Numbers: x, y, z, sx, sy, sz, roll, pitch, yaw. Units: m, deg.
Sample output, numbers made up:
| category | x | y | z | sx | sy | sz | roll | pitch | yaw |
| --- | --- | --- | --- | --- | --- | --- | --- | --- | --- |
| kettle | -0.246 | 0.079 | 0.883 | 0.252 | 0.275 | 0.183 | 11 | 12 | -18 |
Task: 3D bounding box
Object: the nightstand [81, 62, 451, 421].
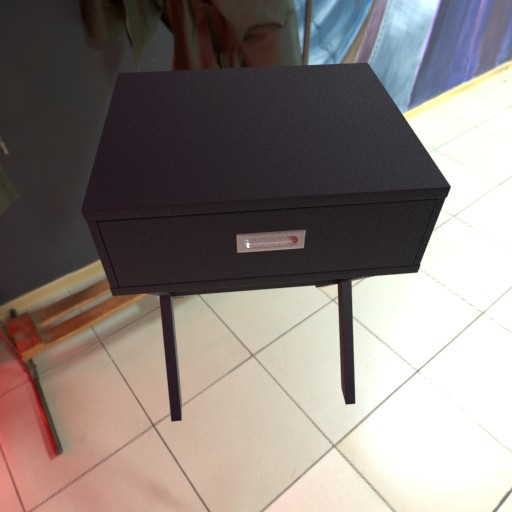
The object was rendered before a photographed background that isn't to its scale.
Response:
| category | x | y | z | sx | sy | sz | roll | pitch | yaw |
| --- | --- | --- | --- | --- | --- | --- | --- | --- | --- |
| nightstand | 0.000 | 0.000 | 0.931 | 0.479 | 0.623 | 0.402 | -4 | 46 | -4 |
